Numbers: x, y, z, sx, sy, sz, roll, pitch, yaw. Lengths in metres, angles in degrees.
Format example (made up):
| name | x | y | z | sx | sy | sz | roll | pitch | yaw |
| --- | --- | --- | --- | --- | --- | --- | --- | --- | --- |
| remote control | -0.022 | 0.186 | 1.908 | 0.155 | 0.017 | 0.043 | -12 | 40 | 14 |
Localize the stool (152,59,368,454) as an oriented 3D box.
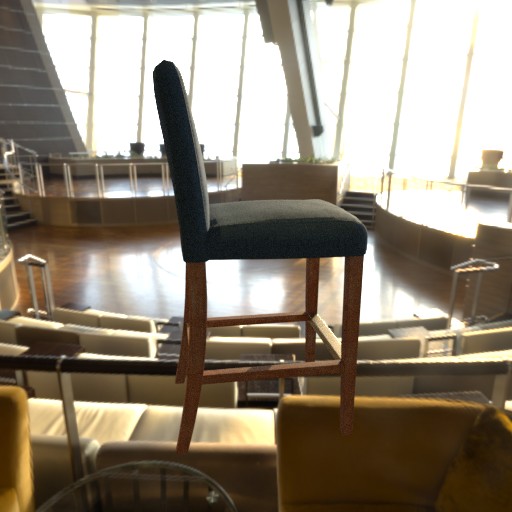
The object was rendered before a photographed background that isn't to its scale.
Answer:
| name | x | y | z | sx | sy | sz | roll | pitch | yaw |
| --- | --- | --- | --- | --- | --- | --- | --- | --- | --- |
| stool | 0.000 | 0.000 | 1.408 | 0.574 | 1.088 | 0.454 | -3 | 17 | -10 |
